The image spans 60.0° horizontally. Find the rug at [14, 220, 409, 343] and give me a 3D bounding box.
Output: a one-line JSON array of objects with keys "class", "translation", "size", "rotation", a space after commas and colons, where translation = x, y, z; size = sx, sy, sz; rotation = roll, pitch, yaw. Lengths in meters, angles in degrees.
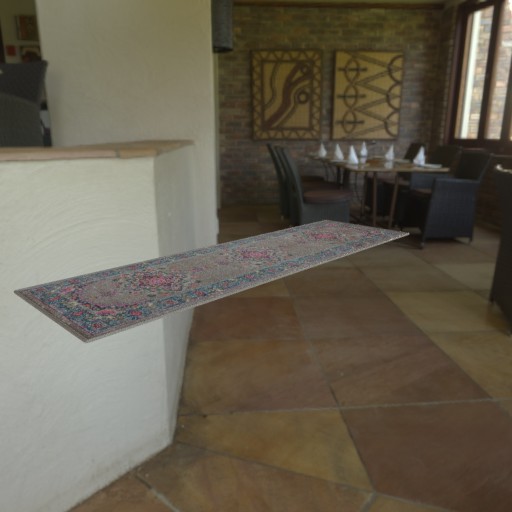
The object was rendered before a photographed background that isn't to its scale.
[{"class": "rug", "translation": [0.000, 0.000, 1.967], "size": [0.553, 0.012, 1.827], "rotation": [15, 21, 43]}]
